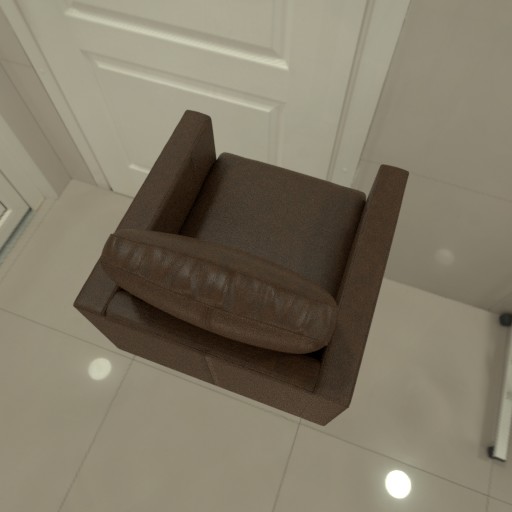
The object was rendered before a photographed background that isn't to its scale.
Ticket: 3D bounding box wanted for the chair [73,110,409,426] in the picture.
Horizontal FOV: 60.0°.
[{"bbox_3d":[0.000,0.000,1.680,0.890,0.956,0.909,18,65,9],"label":"chair"}]
